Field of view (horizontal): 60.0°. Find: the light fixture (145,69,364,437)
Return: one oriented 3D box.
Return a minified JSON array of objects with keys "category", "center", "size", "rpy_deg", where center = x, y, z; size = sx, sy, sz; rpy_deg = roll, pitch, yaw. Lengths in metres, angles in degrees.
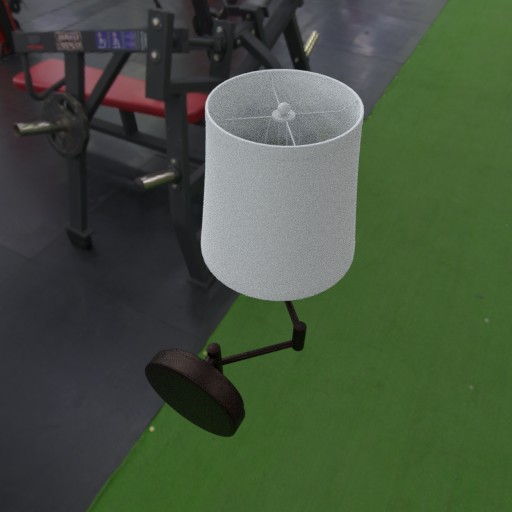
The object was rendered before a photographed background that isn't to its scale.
[{"category":"light fixture","center":[0.000,0.000,0.268],"size":[0.100,0.172,0.157],"rpy_deg":[23,51,20]}]
